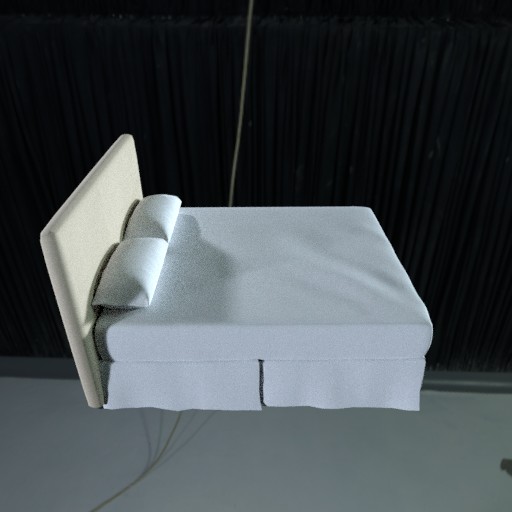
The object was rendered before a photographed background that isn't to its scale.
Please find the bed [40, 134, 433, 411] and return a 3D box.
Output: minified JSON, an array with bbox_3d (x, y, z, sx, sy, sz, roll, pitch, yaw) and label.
[{"bbox_3d":[0.000,0.000,3.184,2.142,1.330,1.723,0,32,-1],"label":"bed"}]
